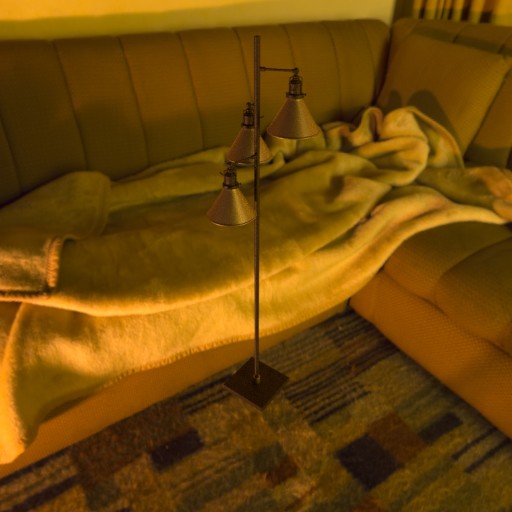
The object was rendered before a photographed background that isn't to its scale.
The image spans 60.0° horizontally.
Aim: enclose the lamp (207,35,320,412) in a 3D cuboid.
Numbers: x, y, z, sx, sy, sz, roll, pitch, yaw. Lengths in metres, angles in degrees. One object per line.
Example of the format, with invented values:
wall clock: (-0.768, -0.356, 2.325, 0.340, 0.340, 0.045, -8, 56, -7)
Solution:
lamp: (0.000, 0.000, 1.919, 0.428, 1.716, 0.415, 22, 39, 30)
